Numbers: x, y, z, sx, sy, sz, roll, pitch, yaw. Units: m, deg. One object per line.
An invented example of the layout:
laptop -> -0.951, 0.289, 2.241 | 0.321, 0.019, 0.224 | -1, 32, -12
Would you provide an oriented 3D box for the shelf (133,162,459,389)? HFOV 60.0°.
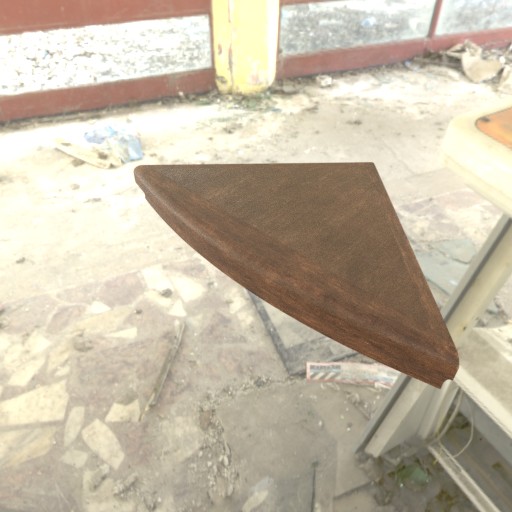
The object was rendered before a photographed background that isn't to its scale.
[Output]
shelf -> 0.000, 0.000, 0.467 | 0.310, 0.050, 0.310 | -1, 40, -1
